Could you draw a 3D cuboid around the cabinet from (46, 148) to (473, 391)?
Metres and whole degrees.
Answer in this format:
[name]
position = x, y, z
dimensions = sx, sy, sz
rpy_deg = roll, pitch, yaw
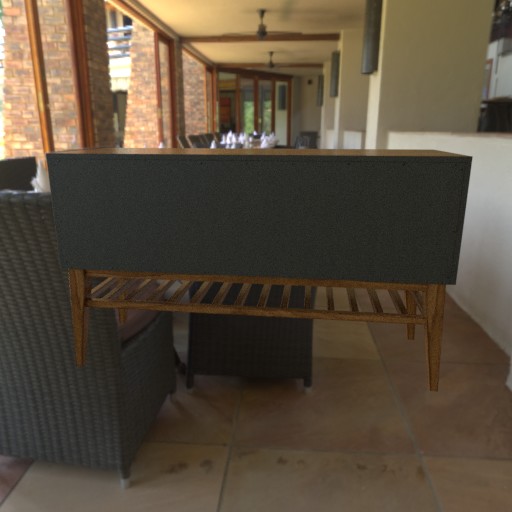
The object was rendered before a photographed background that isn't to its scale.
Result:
[cabinet]
position = 0.000, 0.000, 1.742
dimensions = 1.363, 0.802, 0.477
rpy_deg = 2, 16, 7
